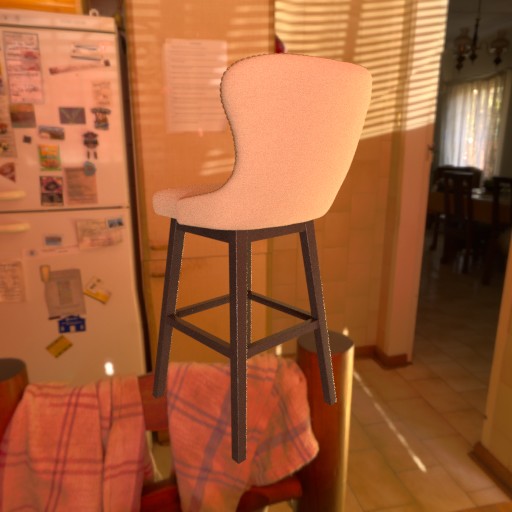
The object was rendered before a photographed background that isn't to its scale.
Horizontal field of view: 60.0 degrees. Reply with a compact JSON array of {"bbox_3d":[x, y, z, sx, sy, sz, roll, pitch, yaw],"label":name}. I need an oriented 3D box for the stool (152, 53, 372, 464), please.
[{"bbox_3d":[0.000,0.000,1.378,0.528,1.066,0.605,-13,20,-41],"label":"stool"}]
